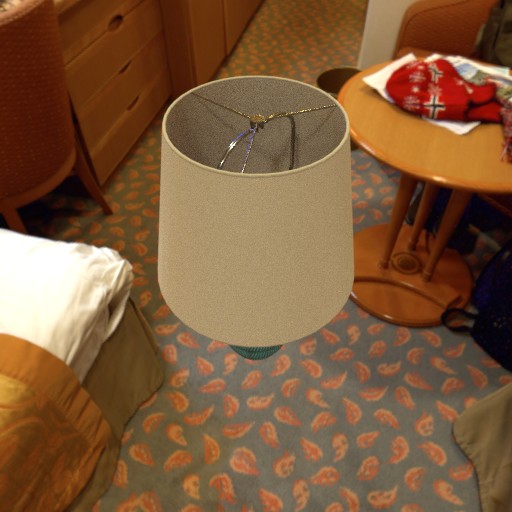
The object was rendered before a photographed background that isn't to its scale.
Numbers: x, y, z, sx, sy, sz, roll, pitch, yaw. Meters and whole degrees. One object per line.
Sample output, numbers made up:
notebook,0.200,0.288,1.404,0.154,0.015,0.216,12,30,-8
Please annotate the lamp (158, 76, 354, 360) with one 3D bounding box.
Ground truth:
lamp,0.000,0.000,0.571,0.254,0.392,0.254,0,48,0
